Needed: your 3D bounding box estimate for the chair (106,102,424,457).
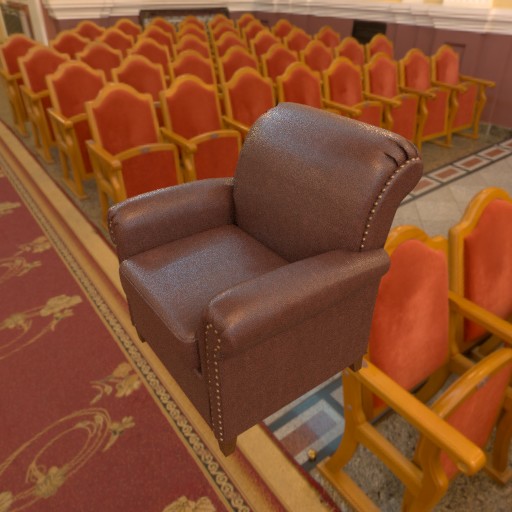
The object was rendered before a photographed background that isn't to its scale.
[{"bbox_3d":[0.000,0.000,1.635,0.890,0.927,0.854,-21,38,-30],"label":"chair"}]
